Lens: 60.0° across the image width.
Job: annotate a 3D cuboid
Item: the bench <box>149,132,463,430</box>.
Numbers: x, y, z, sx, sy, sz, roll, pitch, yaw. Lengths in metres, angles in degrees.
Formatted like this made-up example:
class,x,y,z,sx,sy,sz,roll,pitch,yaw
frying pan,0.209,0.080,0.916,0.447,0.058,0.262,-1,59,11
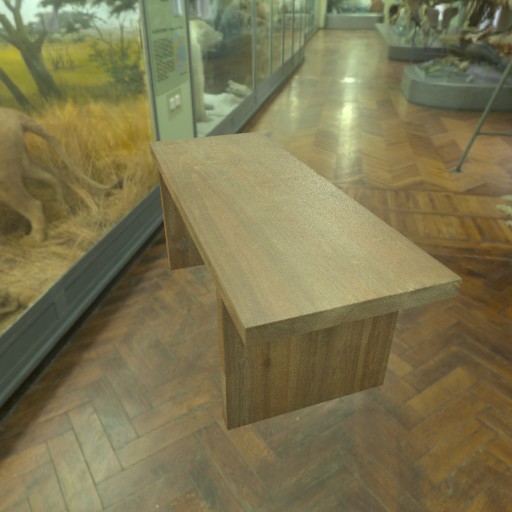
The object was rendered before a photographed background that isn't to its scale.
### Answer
class,x,y,z,sx,sy,sz,roll,pitch,yaw
bench,0.000,0.000,1.417,0.458,0.458,1.183,-10,32,-17
